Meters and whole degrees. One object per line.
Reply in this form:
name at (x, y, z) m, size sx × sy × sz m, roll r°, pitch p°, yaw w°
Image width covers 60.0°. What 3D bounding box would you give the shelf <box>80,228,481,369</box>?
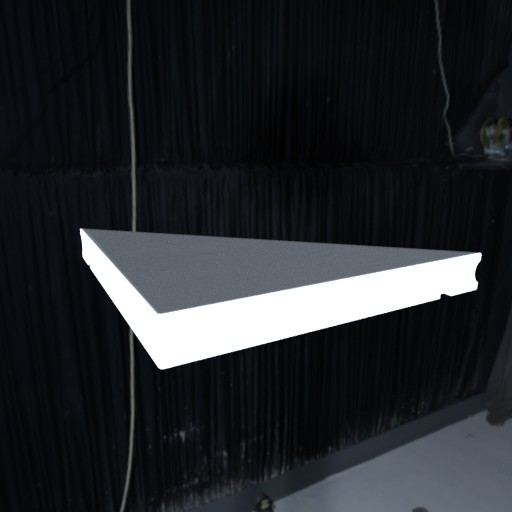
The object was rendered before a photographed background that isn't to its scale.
shelf at (0.000, 0.000, 0.451) m, size 0.296 × 0.035 × 0.296 m, roll -8°, pitch 17°, yaw -28°
